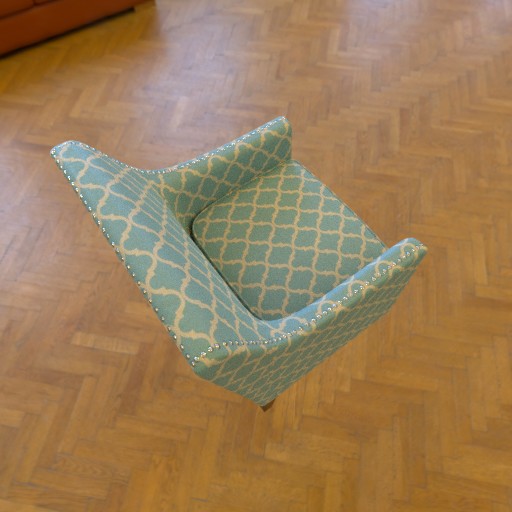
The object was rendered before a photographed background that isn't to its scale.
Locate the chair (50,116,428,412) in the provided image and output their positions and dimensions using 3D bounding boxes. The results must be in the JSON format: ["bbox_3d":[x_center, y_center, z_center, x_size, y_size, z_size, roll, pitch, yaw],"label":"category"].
[{"bbox_3d":[0.000,0.000,1.276,0.686,0.817,0.617,-32,65,-17],"label":"chair"}]
